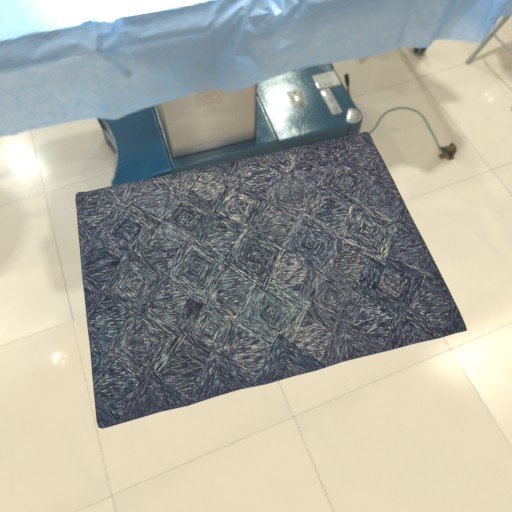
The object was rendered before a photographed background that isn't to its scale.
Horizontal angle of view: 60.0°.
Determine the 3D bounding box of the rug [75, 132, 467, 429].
[{"bbox_3d":[0.000,0.000,4.233,3.245,0.024,2.385,-13,63,-7],"label":"rug"}]
